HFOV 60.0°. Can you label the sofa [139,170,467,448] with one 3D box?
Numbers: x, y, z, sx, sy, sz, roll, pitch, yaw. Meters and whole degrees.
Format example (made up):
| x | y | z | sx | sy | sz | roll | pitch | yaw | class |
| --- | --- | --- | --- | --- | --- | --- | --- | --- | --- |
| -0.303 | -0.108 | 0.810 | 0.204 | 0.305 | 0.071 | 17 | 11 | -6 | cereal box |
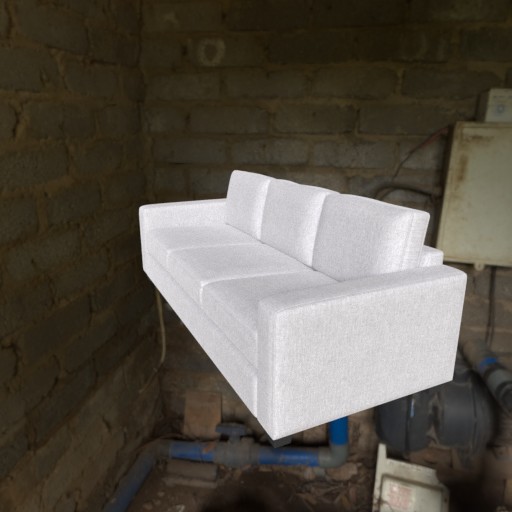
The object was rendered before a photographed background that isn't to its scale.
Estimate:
| x | y | z | sx | sy | sz | roll | pitch | yaw | class |
| --- | --- | --- | --- | --- | --- | --- | --- | --- | --- |
| 0.000 | 0.000 | 2.546 | 0.900 | 0.800 | 2.120 | -8 | 18 | -25 | sofa |
